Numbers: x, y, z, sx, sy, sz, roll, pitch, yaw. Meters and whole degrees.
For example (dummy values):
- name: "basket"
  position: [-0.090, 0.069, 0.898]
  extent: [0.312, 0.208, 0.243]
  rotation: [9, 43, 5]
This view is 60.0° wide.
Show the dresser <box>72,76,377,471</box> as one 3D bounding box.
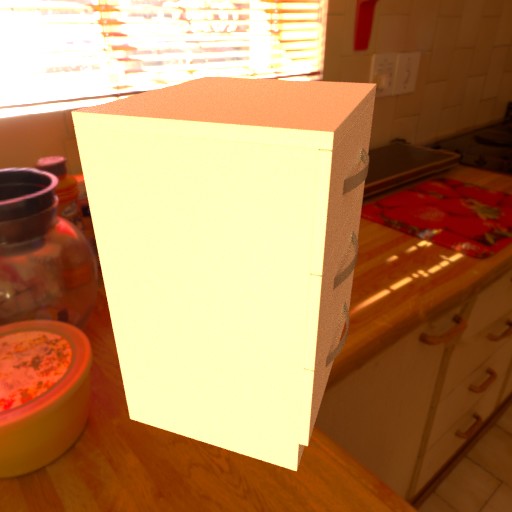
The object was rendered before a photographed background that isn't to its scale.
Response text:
- name: "dresser"
  position: [0.000, 0.000, 0.814]
  extent: [0.360, 0.560, 0.400]
  rotation: [10, 30, 17]
